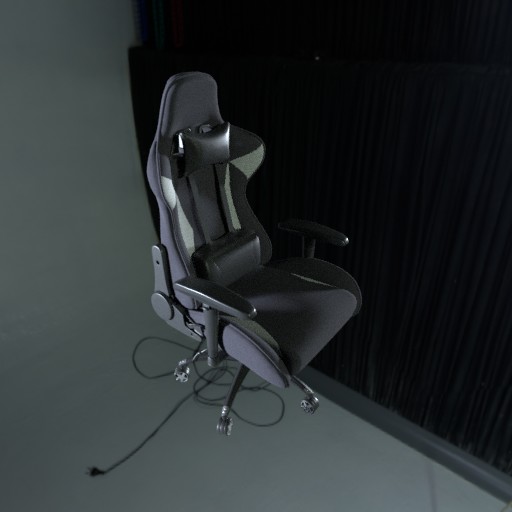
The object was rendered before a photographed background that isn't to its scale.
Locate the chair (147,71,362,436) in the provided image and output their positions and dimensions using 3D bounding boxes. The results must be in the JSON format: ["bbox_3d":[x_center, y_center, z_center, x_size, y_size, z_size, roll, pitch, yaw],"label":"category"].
[{"bbox_3d":[0.000,0.000,1.727,0.695,1.300,0.730,18,32,32],"label":"chair"}]
